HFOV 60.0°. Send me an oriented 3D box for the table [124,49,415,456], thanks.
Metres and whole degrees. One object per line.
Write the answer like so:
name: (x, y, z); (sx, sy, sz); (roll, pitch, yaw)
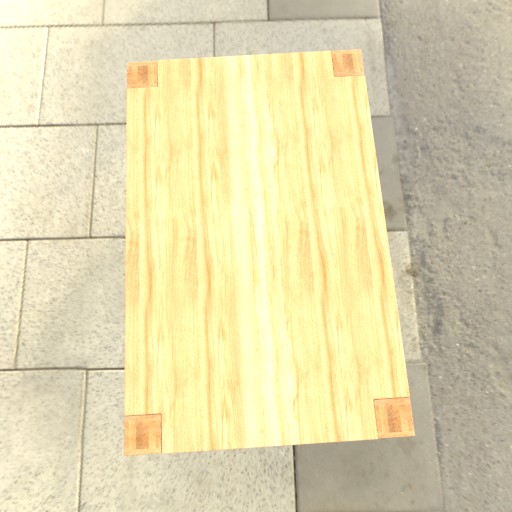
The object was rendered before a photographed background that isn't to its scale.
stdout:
table: (0.000, 0.000, 1.901); (0.900, 0.760, 1.400); (-4, 76, -1)
